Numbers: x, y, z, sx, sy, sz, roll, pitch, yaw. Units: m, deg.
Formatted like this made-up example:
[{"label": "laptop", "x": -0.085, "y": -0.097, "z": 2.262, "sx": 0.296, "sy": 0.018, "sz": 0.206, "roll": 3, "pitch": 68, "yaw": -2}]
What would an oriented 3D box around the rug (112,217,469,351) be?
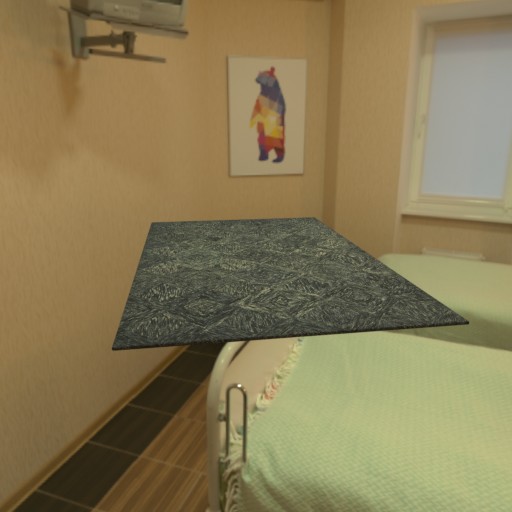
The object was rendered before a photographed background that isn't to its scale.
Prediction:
[{"label": "rug", "x": 0.000, "y": 0.000, "z": 2.886, "sx": 1.478, "sy": 0.017, "sz": 2.330, "roll": -3, "pitch": 16, "yaw": -9}]
